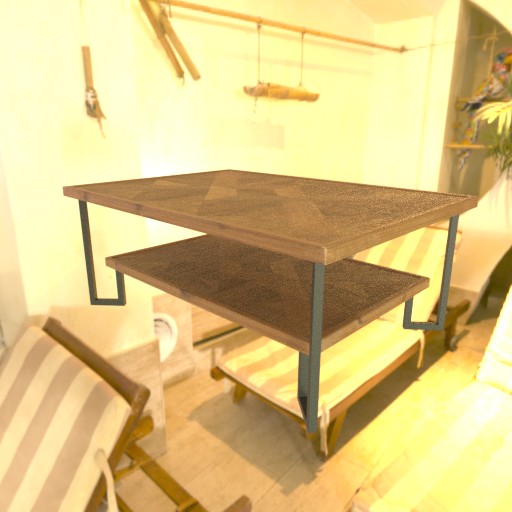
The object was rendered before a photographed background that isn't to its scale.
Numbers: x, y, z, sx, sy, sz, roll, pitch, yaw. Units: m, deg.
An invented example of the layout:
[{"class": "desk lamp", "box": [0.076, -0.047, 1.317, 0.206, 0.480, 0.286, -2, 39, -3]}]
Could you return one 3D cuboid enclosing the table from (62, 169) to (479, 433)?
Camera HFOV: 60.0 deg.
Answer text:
[{"class": "table", "box": [0.000, 0.000, 1.671, 1.238, 0.492, 0.877, 16, 23, 42]}]
